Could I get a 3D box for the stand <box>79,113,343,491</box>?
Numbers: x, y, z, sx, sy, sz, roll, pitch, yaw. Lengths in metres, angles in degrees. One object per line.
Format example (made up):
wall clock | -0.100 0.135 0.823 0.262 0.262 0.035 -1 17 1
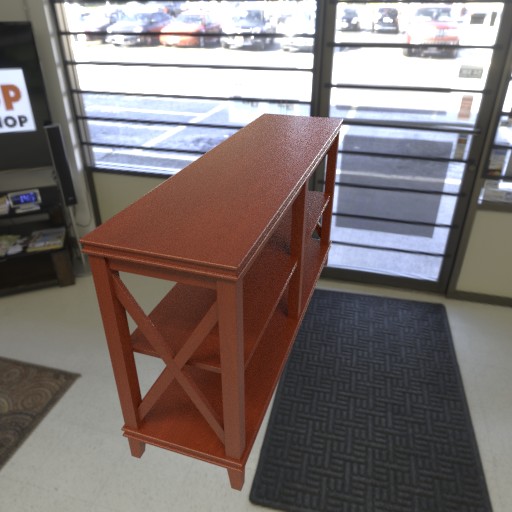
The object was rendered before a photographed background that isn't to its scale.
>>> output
stand | 0.000 0.000 1.694 0.381 0.762 1.372 9 31 16
